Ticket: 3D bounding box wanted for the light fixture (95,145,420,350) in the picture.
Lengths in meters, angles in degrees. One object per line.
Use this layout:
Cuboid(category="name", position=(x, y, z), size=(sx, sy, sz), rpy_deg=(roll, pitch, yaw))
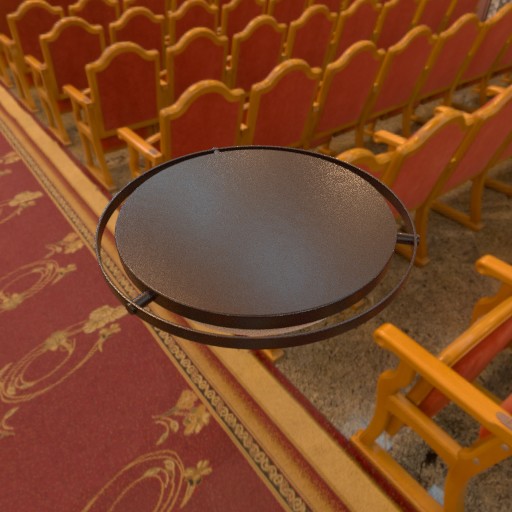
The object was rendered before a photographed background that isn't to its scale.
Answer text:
Cuboid(category="light fixture", position=(0.000, 0.000, 0.553), size=(0.361, 0.130, 0.361), rpy_deg=(0, 40, 0))
